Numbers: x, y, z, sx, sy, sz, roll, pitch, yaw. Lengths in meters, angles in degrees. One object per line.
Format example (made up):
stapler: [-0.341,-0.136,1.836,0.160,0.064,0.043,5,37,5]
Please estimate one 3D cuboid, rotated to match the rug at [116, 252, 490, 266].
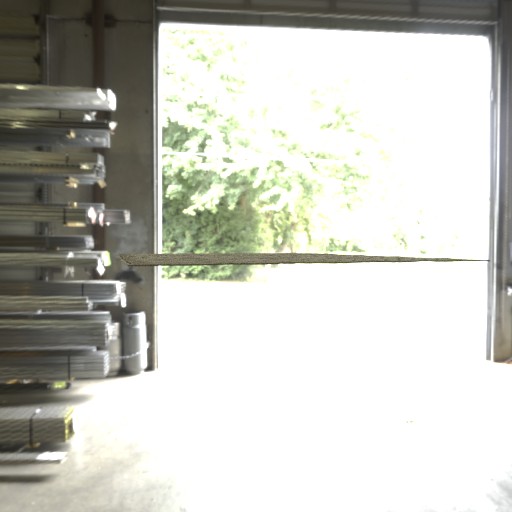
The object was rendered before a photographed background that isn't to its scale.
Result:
rug: [0.000,0.000,3.312,1.964,0.025,2.455,0,1,-18]
